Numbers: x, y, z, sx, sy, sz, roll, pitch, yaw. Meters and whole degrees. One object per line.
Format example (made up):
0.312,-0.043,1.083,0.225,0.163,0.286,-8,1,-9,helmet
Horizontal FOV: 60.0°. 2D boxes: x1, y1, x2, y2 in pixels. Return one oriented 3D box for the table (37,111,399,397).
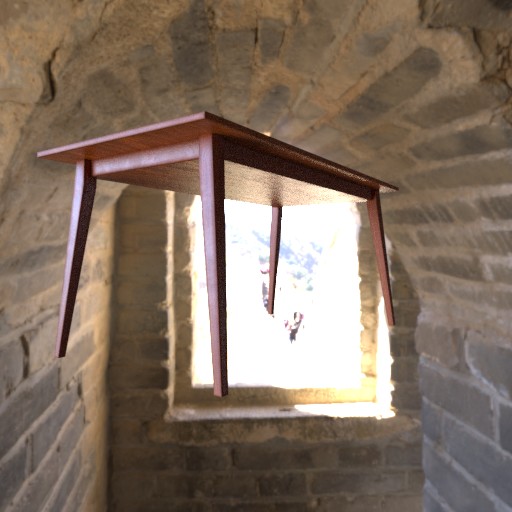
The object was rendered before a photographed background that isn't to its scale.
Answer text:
0.000,0.000,2.031,0.811,0.755,1.609,0,0,35,table
